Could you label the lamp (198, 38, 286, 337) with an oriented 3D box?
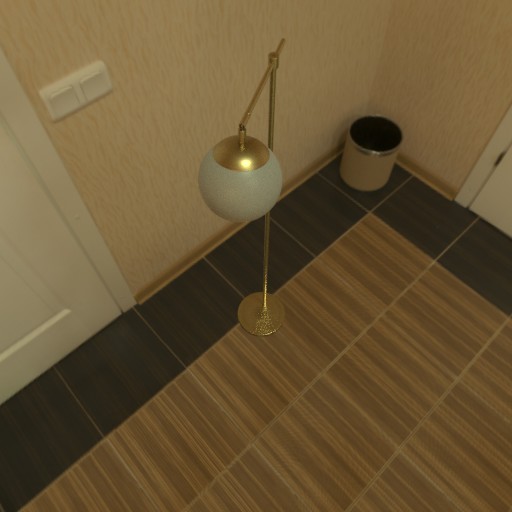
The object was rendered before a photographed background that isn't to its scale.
[{"bbox_3d":[0.000,0.000,1.696,0.249,1.505,0.476,16,60,9],"label":"lamp"}]
